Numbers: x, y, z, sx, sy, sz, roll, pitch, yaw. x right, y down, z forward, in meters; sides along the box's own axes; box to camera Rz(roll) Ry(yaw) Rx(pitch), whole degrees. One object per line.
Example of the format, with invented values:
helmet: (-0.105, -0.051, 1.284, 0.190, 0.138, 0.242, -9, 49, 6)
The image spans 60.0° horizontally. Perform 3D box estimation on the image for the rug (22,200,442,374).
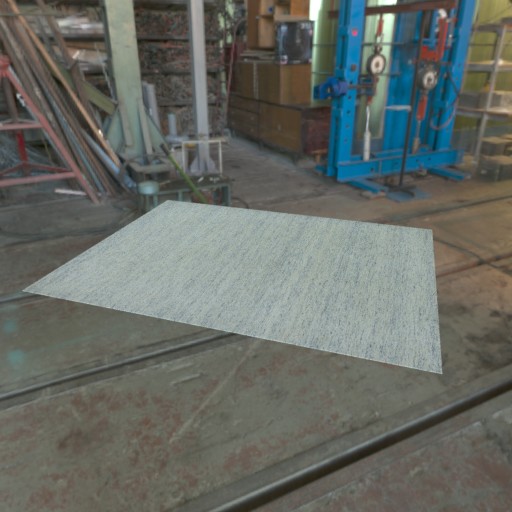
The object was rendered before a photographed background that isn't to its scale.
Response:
rug: (0.000, 0.000, 4.197, 3.197, 0.006, 2.438, 8, 27, 17)
